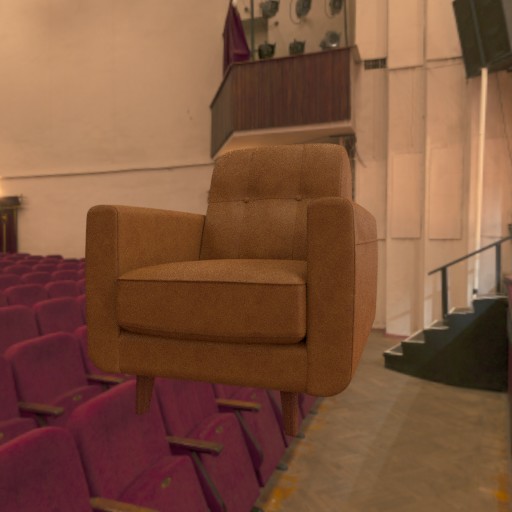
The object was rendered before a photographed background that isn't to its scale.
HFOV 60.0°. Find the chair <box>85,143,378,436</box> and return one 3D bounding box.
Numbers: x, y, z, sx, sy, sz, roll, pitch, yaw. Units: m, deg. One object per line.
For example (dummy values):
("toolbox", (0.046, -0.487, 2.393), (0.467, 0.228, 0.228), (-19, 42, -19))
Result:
("chair", (0.000, 0.000, 1.677), (0.845, 0.968, 0.942), (0, 1, 19))
